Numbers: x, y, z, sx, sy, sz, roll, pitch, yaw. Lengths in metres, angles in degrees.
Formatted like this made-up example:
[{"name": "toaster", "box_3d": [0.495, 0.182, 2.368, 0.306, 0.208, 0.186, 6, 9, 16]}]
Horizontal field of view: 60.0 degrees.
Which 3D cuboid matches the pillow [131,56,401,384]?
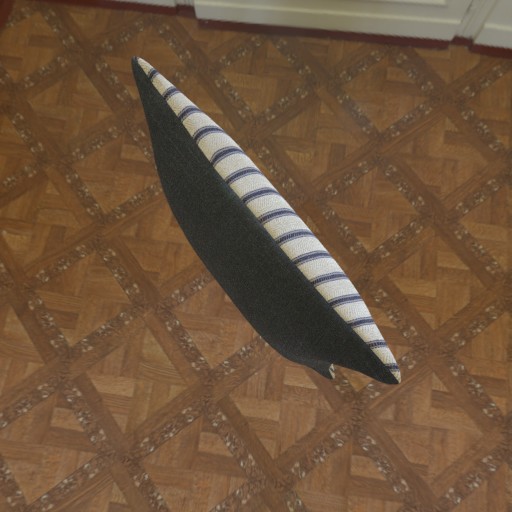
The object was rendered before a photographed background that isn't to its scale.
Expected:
[{"name": "pillow", "box_3d": [0.000, 0.000, 0.680, 0.138, 0.444, 0.468, -37, 78, -9]}]
